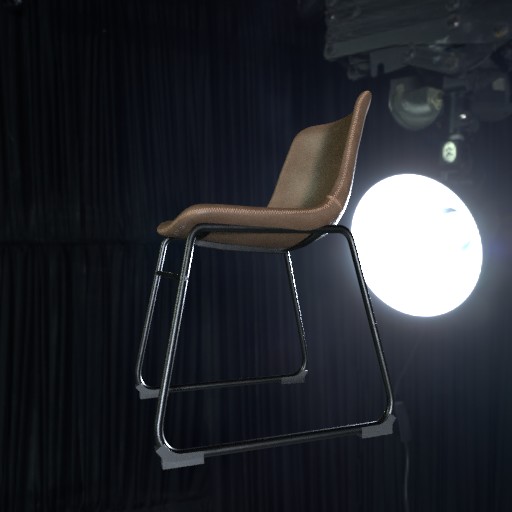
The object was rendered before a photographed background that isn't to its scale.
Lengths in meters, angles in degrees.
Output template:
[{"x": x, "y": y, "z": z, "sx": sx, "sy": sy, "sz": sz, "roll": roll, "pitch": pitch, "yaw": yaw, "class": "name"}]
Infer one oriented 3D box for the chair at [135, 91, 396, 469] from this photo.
[{"x": 0.000, "y": 0.000, "z": 1.110, "sx": 0.551, "sy": 0.780, "sz": 0.460, "roll": 0, "pitch": -1, "yaw": -20, "class": "chair"}]
